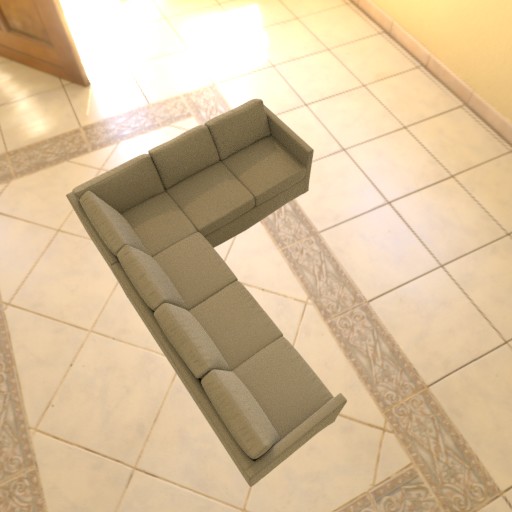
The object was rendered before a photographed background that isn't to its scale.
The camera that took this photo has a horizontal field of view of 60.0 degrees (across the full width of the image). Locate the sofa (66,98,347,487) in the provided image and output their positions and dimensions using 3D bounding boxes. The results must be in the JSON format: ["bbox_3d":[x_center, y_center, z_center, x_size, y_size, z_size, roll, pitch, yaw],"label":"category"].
[{"bbox_3d":[0.000,0.000,4.339,2.432,0.871,3.182,-32,64,-18],"label":"sofa"}]
